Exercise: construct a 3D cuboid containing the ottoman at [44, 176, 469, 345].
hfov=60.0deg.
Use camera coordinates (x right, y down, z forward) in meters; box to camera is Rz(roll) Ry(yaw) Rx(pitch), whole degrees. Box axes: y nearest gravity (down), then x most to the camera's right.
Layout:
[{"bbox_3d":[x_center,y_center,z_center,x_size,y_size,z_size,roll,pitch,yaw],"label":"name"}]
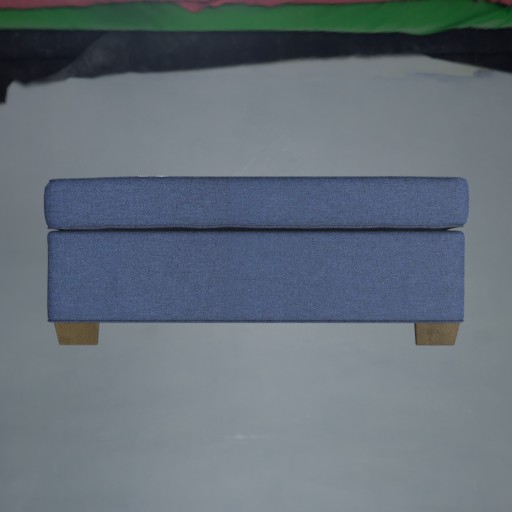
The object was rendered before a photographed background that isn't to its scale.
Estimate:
[{"bbox_3d":[0.000,0.000,1.373,1.110,0.460,0.515,0,1,0],"label":"ottoman"}]
